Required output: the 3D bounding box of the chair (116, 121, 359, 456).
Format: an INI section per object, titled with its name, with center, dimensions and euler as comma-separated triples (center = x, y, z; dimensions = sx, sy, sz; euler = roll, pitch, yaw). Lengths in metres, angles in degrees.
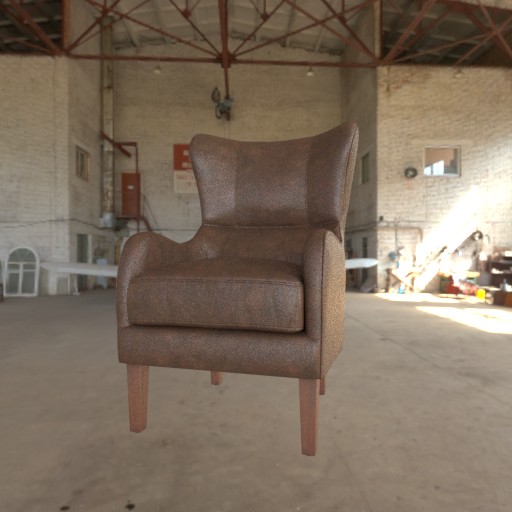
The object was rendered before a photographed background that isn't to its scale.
[chair]
center = 0.000, 0.000, 1.599
dimensions = 0.692, 1.048, 0.914
euler = 0, 0, 17
